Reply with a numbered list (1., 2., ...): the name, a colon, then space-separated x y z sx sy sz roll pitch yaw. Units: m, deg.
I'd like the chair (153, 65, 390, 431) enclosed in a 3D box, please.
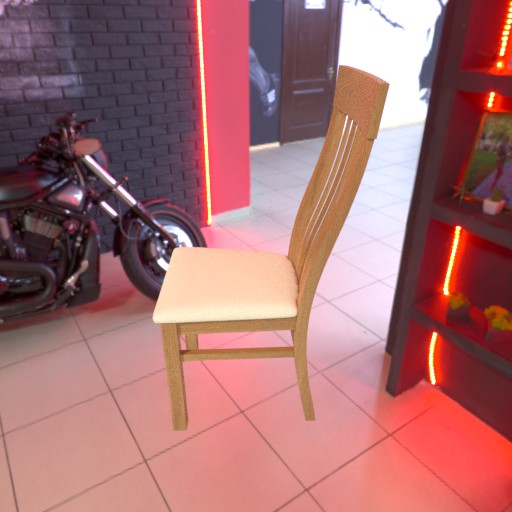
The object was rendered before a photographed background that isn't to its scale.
1. chair: 0.000 0.000 1.368 0.580 1.050 0.450 -1 28 -1
